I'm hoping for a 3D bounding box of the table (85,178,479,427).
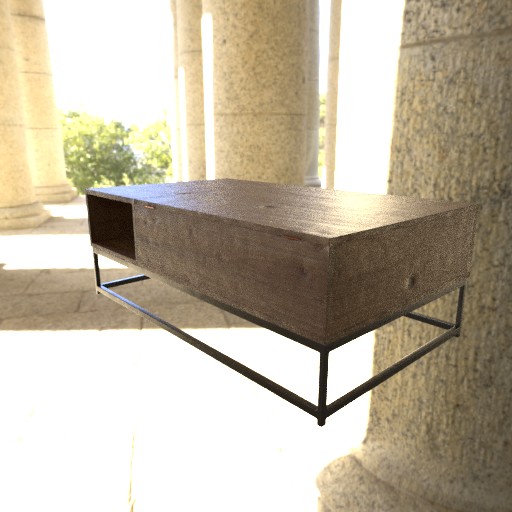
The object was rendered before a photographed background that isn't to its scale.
[{"bbox_3d":[0.000,0.000,1.445,0.655,0.395,1.101,-13,20,-41],"label":"table"}]
